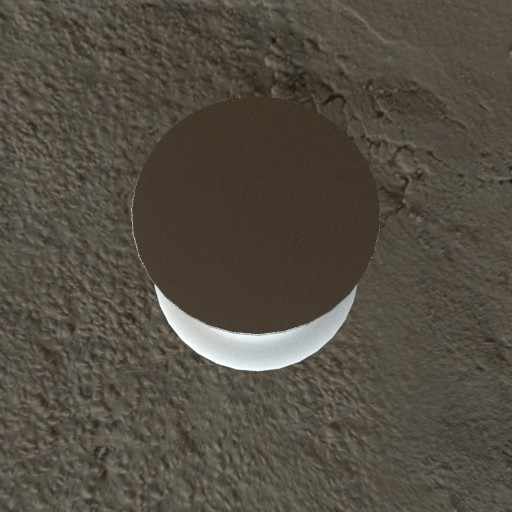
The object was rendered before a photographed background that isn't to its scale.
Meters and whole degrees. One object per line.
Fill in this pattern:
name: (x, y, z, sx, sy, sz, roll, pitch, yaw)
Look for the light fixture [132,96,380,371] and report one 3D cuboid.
light fixture: (0.000, 0.000, 0.393, 0.199, 0.254, 0.199, 0, 76, 0)
